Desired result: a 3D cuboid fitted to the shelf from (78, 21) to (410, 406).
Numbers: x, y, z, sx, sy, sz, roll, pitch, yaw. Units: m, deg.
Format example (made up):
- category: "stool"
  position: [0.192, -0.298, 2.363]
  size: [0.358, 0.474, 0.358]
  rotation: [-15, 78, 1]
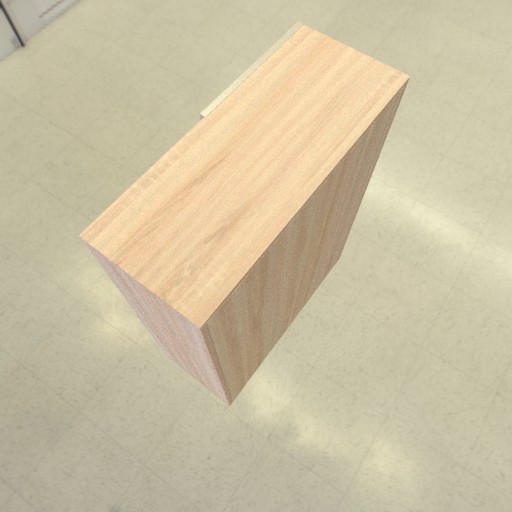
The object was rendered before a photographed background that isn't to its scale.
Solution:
- category: "shelf"
  position: [0.000, 0.000, 1.865]
  size: [0.434, 1.405, 0.995]
  rotation: [34, 69, 15]
